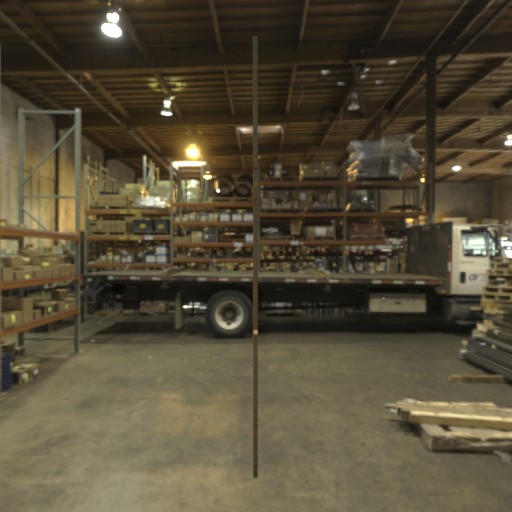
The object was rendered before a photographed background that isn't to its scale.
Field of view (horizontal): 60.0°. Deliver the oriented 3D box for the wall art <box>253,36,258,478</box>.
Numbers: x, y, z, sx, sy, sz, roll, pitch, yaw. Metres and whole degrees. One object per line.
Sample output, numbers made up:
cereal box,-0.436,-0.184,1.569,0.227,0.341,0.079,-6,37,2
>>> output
wall art,0.000,0.000,1.831,0.013,1.219,1.214,0,1,0
